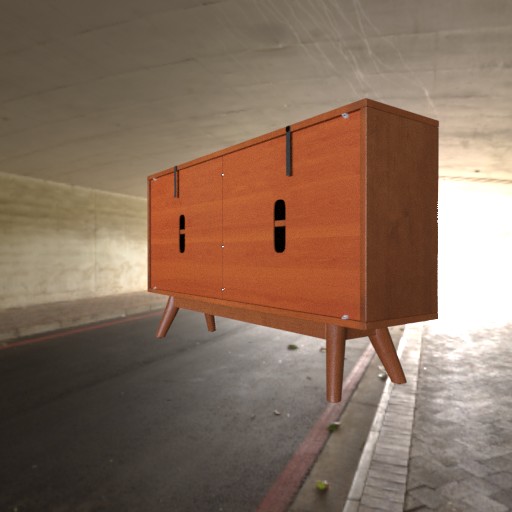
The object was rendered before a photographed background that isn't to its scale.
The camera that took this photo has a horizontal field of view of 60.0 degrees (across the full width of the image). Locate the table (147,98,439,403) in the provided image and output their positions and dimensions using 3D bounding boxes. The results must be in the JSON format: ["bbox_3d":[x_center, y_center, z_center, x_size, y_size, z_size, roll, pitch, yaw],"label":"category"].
[{"bbox_3d":[0.000,0.000,1.547,0.308,0.698,1.220,0,0,-36],"label":"table"}]
